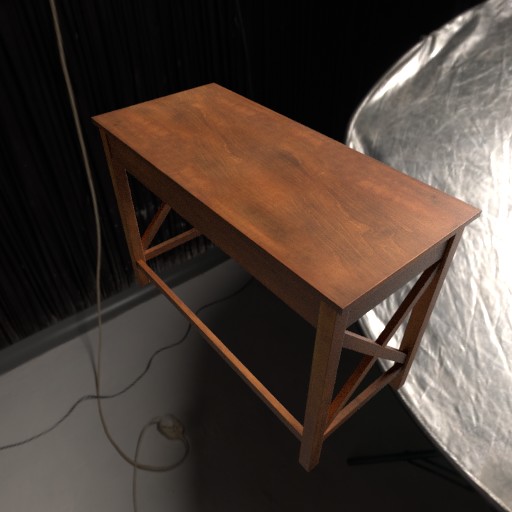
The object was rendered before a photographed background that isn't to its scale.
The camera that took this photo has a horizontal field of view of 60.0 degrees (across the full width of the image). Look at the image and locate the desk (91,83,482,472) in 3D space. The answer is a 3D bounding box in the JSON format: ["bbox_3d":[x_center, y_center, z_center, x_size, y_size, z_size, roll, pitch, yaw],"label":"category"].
[{"bbox_3d":[0.000,0.000,1.529,0.508,0.762,1.117,-29,48,-29],"label":"desk"}]
